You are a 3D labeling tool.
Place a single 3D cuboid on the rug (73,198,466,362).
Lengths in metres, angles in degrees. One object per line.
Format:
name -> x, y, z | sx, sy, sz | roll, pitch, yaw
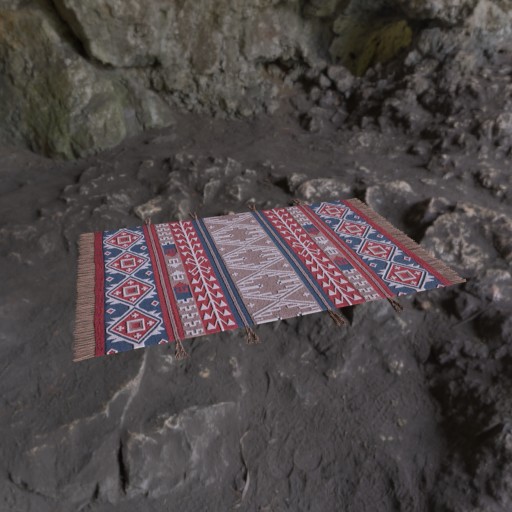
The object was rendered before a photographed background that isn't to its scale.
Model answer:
rug -> 0.000, 0.000, 2.630 | 2.025, 0.040, 1.469 | -9, 31, -15
